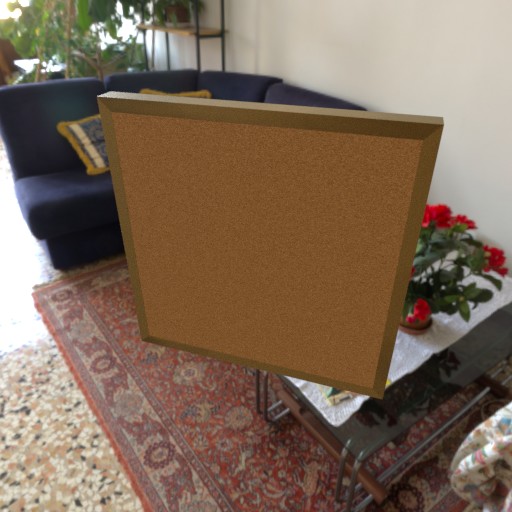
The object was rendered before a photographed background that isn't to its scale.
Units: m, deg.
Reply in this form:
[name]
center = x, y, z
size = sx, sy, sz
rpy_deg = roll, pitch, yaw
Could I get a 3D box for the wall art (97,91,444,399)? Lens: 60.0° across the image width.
[wall art]
center = 0.000, 0.000, 0.771
size = 0.507, 0.508, 0.038
rpy_deg = 10, 33, 15
